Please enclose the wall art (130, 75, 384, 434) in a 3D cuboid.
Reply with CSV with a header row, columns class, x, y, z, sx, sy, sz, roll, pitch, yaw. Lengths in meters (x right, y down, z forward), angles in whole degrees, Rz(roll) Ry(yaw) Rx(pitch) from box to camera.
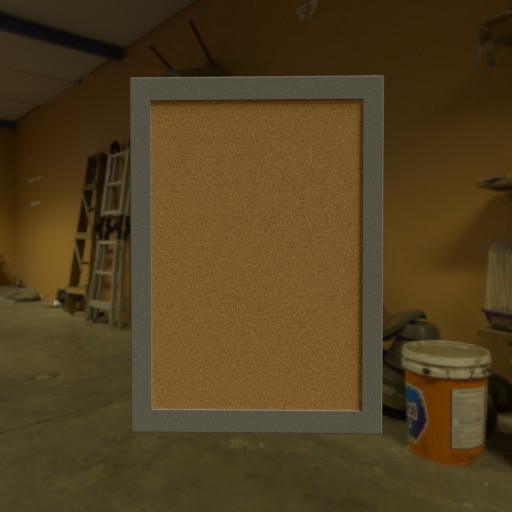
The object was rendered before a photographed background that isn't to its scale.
class,x,y,z,sx,sy,sz,roll,pitch,yaw
wall art,0.000,0.000,0.662,0.374,0.529,0.012,0,1,1
